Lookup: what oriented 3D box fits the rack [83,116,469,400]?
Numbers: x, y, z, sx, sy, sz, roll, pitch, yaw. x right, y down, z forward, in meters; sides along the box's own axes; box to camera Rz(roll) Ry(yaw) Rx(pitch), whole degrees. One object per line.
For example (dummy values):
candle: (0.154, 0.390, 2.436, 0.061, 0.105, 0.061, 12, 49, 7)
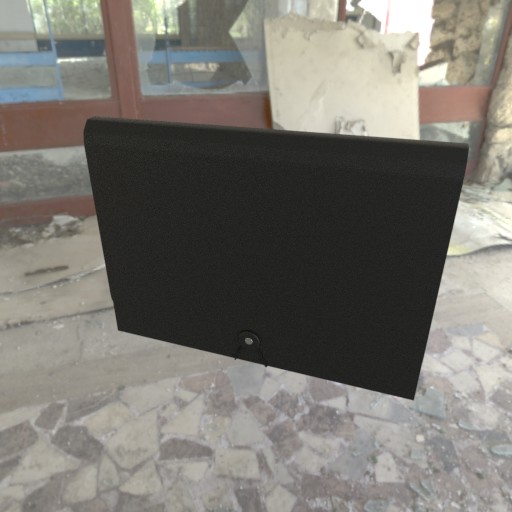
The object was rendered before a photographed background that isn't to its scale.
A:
rack: (0.000, 0.000, 0.429, 0.330, 0.241, 0.041, 9, 29, 17)
